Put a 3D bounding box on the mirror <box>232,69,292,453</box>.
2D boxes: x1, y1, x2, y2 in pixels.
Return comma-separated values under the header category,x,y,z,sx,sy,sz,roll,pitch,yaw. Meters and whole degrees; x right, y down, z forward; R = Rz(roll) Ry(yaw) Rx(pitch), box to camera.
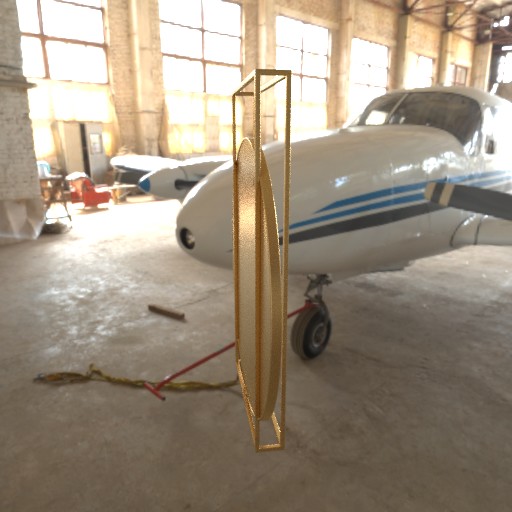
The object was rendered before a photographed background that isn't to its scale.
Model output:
category,x,y,z,sx,sy,sz,roll,pitch,yaw
mirror,0.000,0.000,0.824,0.051,0.603,0.508,-2,15,-8
